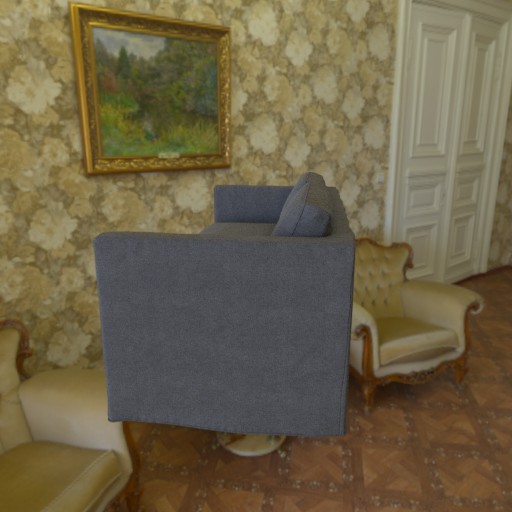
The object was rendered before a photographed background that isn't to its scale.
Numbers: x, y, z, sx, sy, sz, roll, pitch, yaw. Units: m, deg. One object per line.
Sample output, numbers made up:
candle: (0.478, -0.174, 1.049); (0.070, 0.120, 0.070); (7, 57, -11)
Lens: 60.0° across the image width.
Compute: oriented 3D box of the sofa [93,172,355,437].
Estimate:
sofa: (0.000, 0.000, 2.493); (0.953, 0.855, 1.982); (2, 15, 8)
